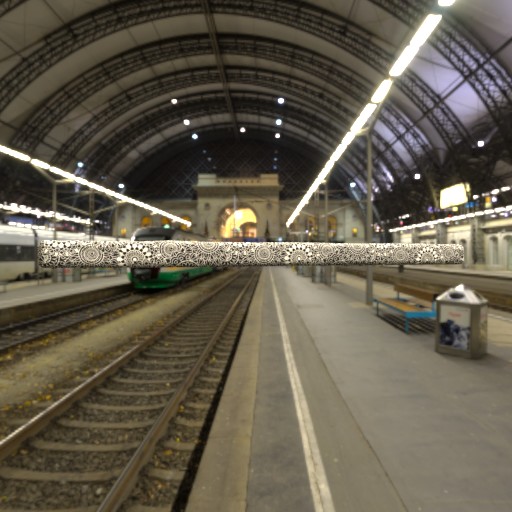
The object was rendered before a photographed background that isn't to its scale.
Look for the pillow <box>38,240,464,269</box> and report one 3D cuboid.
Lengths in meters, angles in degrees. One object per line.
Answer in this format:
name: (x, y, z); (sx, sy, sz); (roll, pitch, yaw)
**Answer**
pillow: (0.000, 0.000, 1.342); (1.187, 0.081, 0.492); (0, 0, -20)
